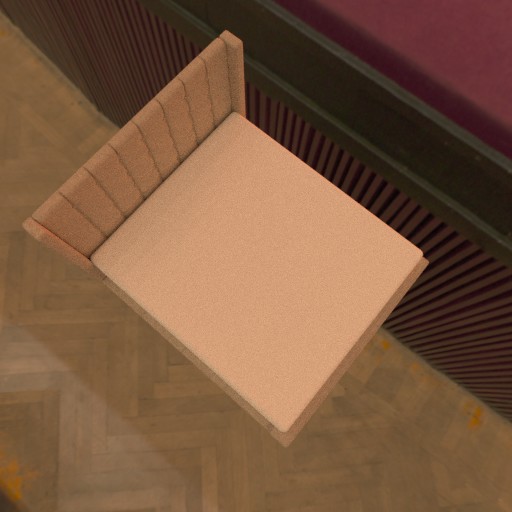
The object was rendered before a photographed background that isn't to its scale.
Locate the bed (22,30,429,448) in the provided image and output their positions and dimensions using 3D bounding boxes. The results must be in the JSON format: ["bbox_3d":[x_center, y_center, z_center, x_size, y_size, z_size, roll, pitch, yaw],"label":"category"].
[{"bbox_3d":[0.000,0.000,3.741,2.370,1.743,2.045,39,78,10],"label":"bed"}]
